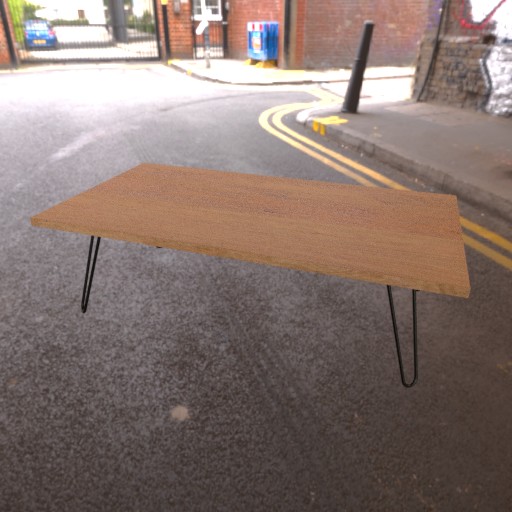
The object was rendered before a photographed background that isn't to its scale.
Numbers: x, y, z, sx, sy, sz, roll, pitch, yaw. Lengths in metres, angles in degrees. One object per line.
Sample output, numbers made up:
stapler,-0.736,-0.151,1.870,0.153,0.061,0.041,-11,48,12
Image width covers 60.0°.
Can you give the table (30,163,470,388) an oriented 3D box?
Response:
table,0.000,0.000,1.658,1.348,0.400,0.699,9,29,17
